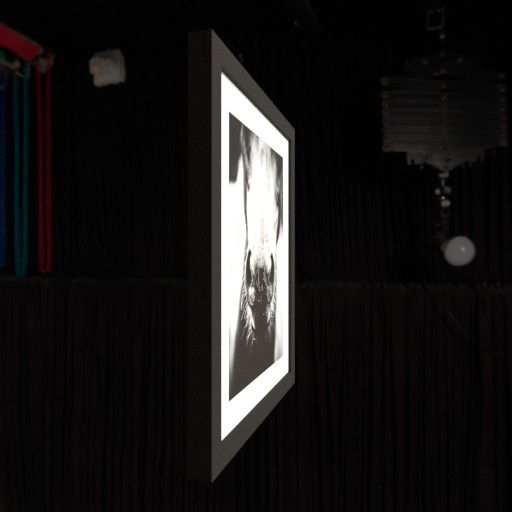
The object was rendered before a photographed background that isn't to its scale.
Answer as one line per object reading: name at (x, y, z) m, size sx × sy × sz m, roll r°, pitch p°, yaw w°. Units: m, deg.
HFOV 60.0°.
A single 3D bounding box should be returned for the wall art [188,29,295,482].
wall art at (0.000, 0.000, 0.555) m, size 0.024 × 0.404 × 0.329 m, roll 0°, pitch 0°, yaw 18°
